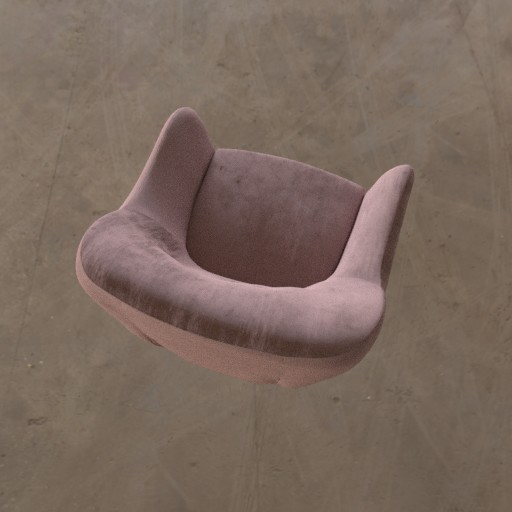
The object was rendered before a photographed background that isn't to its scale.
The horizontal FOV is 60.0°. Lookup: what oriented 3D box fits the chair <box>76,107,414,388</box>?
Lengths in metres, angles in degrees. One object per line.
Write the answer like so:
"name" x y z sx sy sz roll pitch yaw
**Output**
"chair" 0.000 0.000 1.490 0.840 0.820 0.820 17 65 8
